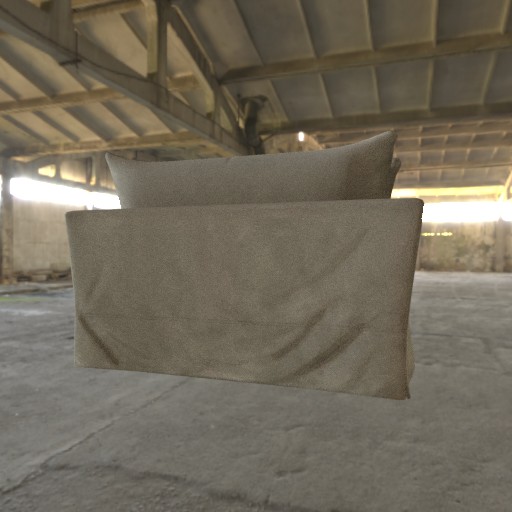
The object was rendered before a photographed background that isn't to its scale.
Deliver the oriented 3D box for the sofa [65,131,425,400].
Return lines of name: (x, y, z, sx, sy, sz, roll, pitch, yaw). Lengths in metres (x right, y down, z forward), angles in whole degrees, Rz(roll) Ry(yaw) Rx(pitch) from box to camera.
sofa: (0.000, 0.000, 2.305, 1.608, 1.040, 1.035, 0, 0, 19)
